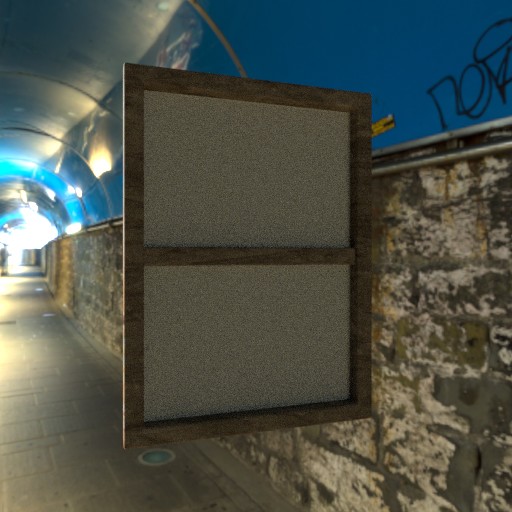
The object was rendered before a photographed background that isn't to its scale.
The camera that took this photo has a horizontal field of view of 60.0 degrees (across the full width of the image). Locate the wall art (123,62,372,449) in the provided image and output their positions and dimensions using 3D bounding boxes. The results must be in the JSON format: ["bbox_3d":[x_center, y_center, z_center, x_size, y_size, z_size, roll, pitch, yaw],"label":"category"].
[{"bbox_3d":[0.000,0.000,0.773,0.443,0.605,0.035,0,0,-18],"label":"wall art"}]
